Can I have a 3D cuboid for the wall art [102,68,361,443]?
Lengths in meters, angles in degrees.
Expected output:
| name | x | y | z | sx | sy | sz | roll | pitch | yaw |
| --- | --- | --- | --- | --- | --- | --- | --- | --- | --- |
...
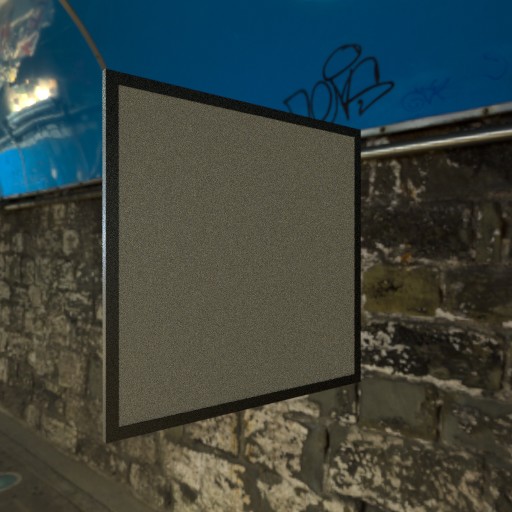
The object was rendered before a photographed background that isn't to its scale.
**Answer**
| name | x | y | z | sx | sy | sz | roll | pitch | yaw |
| --- | --- | --- | --- | --- | --- | --- | --- | --- | --- |
| wall art | 0.000 | 0.000 | 1.195 | 0.807 | 0.807 | 0.022 | 0 | 0 | -35 |
